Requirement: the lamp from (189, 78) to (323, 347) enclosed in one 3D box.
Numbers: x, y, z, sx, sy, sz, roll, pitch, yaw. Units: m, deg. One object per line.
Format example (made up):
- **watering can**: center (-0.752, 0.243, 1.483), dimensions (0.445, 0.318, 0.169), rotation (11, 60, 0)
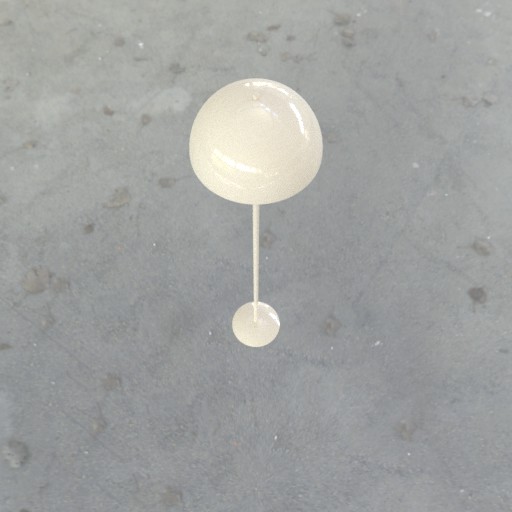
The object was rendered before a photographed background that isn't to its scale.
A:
- **lamp**: center (0.000, 0.000, 1.601), dimensions (0.328, 1.480, 0.328), rotation (32, 67, 16)
